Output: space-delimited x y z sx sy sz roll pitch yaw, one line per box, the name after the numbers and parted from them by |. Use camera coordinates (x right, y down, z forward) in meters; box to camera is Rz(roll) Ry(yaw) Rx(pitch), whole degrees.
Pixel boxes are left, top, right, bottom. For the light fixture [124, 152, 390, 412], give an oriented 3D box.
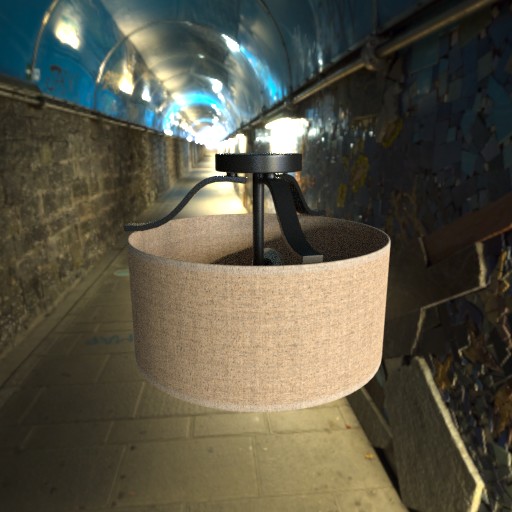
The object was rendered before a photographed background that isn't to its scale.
0.000 0.000 0.678 0.390 0.306 0.390 0 14 0 | light fixture
